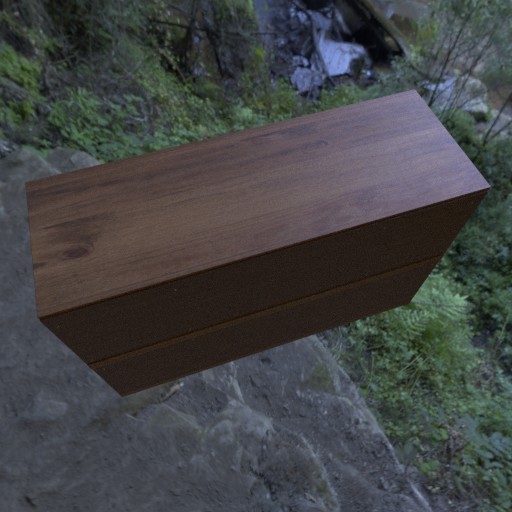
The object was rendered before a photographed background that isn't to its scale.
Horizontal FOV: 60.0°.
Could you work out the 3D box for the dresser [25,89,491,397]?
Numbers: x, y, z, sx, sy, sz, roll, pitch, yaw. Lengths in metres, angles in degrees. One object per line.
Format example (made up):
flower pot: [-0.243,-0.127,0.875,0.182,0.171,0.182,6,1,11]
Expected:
dresser: [0.000,0.000,1.625,1.261,0.825,0.479,-16,61,-9]
